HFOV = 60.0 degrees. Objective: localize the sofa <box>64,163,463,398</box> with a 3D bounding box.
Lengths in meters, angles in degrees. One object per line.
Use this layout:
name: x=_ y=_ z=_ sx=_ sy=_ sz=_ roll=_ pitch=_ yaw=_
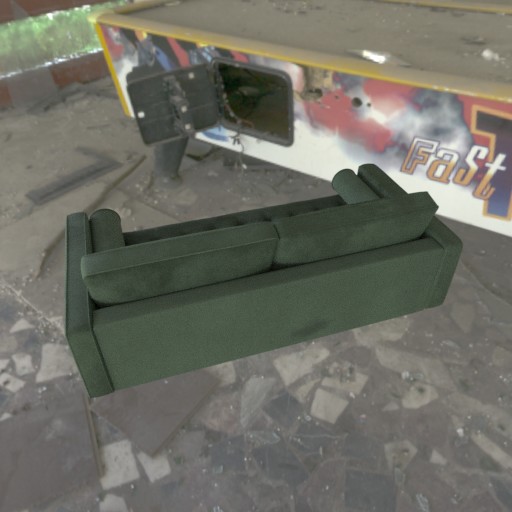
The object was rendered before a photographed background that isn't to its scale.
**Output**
sofa: x=0.000 y=0.000 z=2.375 sx=1.880 sy=0.772 sz=0.916 roll=-12 pitch=41 yaw=-14
